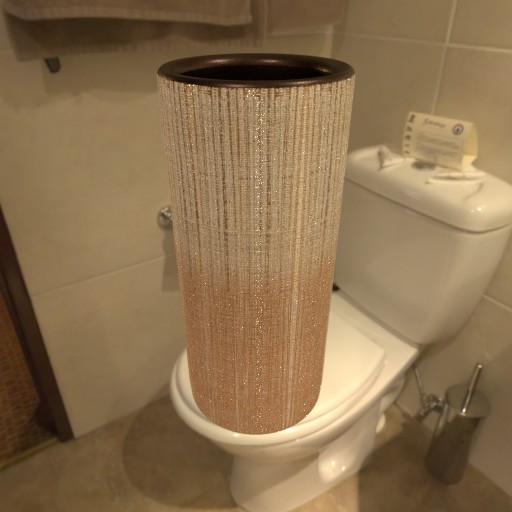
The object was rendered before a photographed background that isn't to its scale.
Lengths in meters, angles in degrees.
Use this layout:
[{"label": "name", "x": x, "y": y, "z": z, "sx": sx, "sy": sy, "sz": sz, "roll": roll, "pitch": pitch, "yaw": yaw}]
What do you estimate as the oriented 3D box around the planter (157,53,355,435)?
[{"label": "planter", "x": 0.000, "y": 0.000, "z": 0.284, "sx": 0.100, "sy": 0.227, "sz": 0.100, "roll": 10, "pitch": 32, "yaw": 16}]
